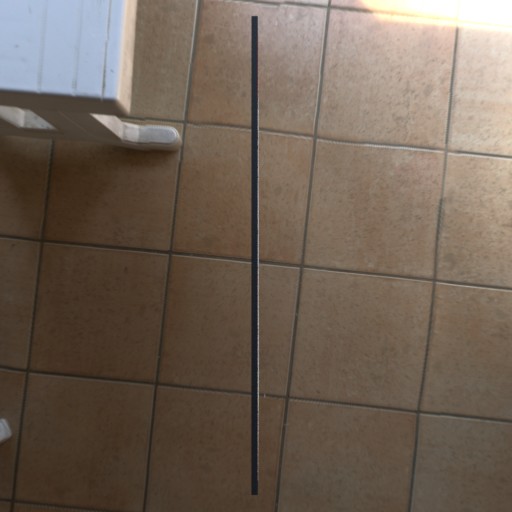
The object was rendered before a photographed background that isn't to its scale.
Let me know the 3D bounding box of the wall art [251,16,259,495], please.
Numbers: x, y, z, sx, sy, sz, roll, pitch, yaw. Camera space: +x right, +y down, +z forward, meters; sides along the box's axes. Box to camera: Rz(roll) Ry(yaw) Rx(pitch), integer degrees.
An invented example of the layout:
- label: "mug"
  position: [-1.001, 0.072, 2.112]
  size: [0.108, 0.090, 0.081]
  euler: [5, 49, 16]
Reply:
- label: "wall art"
  position: [0.000, 0.000, 1.224]
  size: [0.013, 0.665, 0.963]
  euler: [0, 89, 0]
